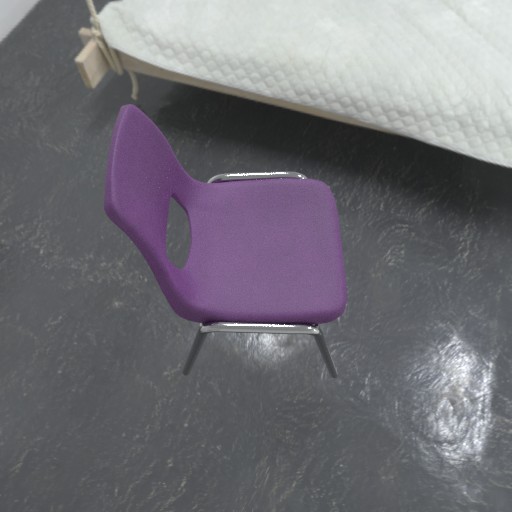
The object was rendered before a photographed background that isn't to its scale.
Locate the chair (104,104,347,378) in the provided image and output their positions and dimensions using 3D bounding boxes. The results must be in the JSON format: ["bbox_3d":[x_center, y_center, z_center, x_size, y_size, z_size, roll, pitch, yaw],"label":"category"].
[{"bbox_3d":[0.000,0.000,0.963,0.432,0.704,0.381,-1,62,0],"label":"chair"}]
